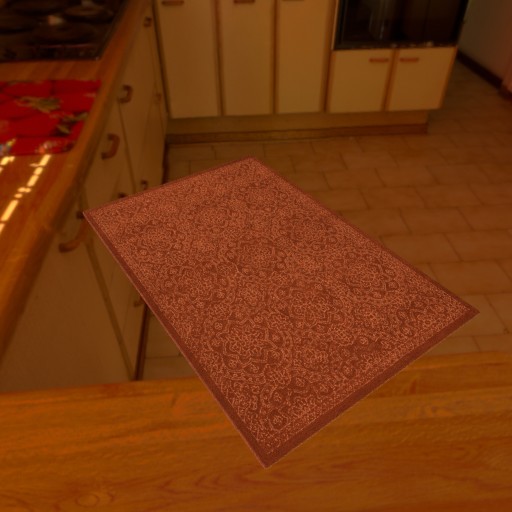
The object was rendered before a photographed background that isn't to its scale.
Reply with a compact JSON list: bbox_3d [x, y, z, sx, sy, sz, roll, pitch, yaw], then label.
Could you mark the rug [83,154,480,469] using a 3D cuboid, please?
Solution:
[{"bbox_3d":[0.000,0.000,2.319,1.219,0.010,1.829,-25,47,-26],"label":"rug"}]
